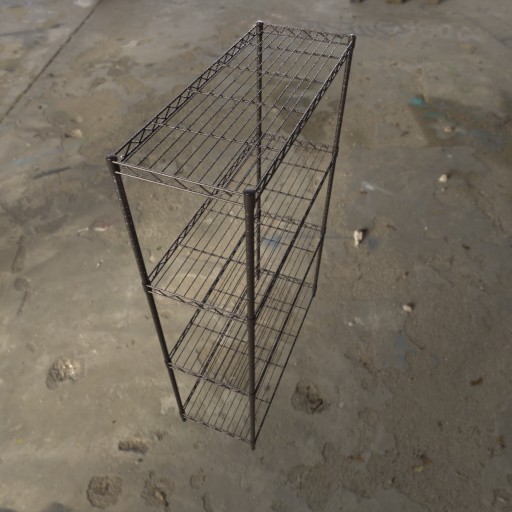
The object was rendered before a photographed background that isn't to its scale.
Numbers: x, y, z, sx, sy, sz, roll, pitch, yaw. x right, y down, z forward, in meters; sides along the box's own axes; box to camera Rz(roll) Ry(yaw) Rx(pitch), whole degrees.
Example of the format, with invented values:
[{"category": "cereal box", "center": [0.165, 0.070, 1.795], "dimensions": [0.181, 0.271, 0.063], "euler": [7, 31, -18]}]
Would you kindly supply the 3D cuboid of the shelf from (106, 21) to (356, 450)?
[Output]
[{"category": "shelf", "center": [0.000, 0.000, 1.700], "dimensions": [0.352, 1.361, 0.907], "euler": [16, 49, 15]}]
